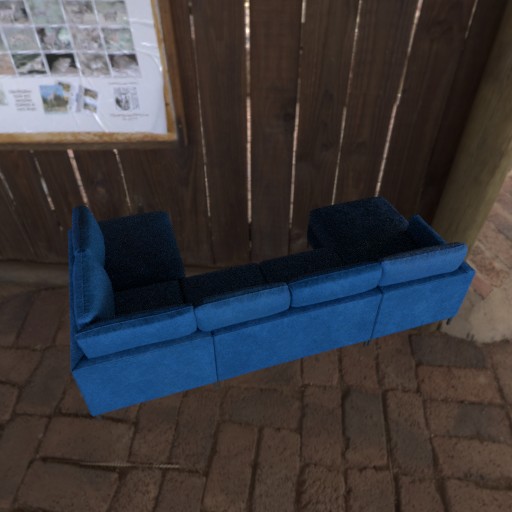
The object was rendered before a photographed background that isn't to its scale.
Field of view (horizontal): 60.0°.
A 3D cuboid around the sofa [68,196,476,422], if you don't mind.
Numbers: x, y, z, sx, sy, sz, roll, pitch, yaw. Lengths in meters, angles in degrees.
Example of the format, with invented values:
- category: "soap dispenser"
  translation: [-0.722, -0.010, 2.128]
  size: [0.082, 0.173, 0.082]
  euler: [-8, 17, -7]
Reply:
- category: "sofa"
  translation: [0.000, 0.000, 4.367]
  size: [3.434, 0.992, 2.055]
  euler: [-12, 43, -13]
